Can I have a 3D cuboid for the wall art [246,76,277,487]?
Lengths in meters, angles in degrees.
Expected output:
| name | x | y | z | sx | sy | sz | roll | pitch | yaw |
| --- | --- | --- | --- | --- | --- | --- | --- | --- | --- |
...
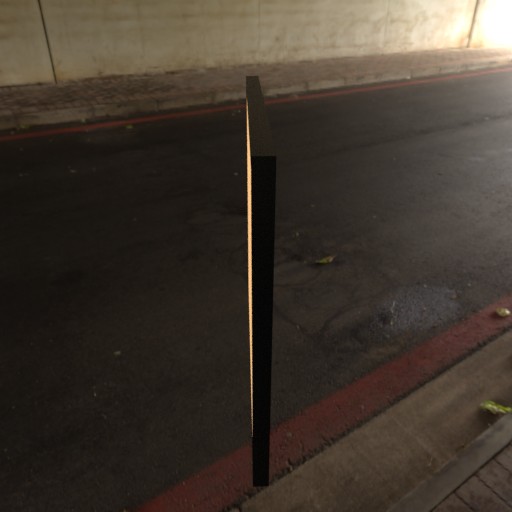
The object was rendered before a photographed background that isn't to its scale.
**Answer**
| name | x | y | z | sx | sy | sz | roll | pitch | yaw |
| --- | --- | --- | --- | --- | --- | --- | --- | --- | --- |
| wall art | 0.000 | 0.000 | 1.130 | 0.036 | 0.755 | 0.756 | -1 | 30 | -1 |
